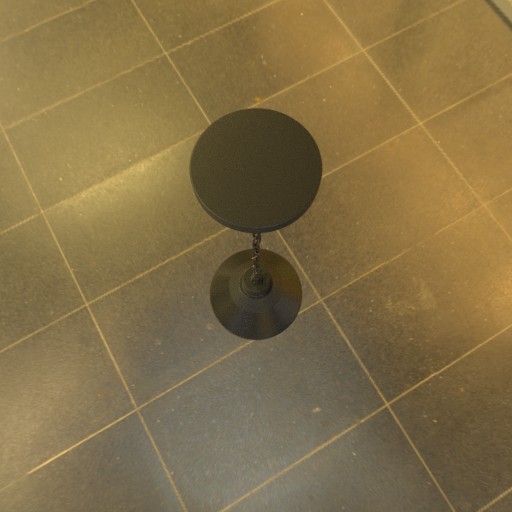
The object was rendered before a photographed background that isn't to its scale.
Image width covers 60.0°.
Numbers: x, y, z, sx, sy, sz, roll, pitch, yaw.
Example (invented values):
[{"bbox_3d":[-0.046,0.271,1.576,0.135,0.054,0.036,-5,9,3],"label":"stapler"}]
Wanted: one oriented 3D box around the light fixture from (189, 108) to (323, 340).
[{"bbox_3d":[0.000,0.000,0.681,0.201,0.588,0.201,39,78,10],"label":"light fixture"}]
